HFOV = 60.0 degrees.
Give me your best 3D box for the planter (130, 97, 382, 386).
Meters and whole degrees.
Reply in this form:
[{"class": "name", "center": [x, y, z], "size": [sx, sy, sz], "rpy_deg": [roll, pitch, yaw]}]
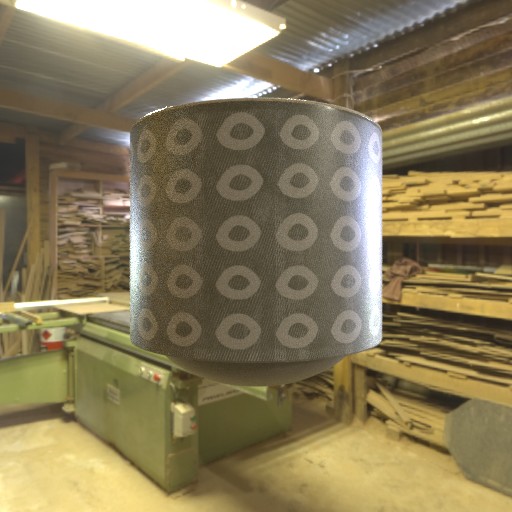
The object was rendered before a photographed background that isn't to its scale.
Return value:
[{"class": "planter", "center": [0.000, 0.000, 0.457], "size": [0.250, 0.239, 0.250], "rpy_deg": [0, 0, 0]}]
